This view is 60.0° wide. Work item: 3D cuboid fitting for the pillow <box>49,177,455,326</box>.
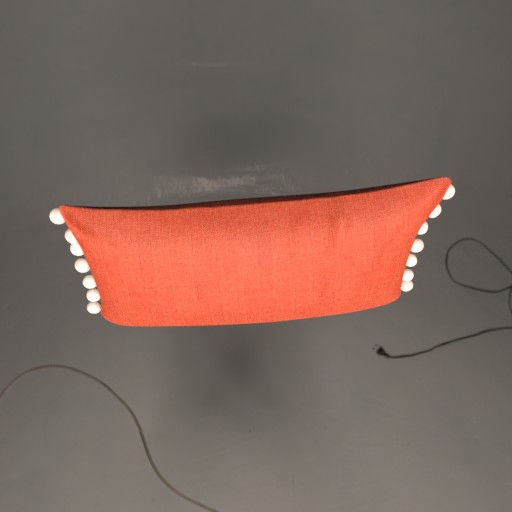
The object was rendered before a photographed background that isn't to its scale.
[{"bbox_3d":[0.000,0.000,0.844,0.709,0.322,0.201,-4,47,-3],"label":"pillow"}]
